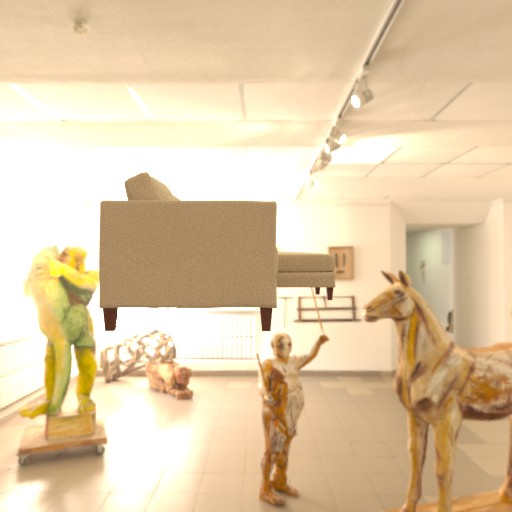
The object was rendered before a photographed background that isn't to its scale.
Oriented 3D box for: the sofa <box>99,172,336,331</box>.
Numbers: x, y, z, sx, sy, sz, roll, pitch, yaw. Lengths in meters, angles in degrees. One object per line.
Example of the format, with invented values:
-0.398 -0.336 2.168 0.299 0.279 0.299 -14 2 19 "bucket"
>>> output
0.000 0.000 3.876 1.625 0.861 3.186 0 -1 0 "sofa"
